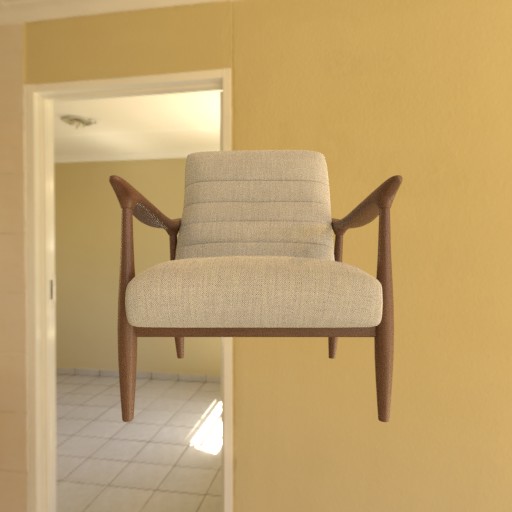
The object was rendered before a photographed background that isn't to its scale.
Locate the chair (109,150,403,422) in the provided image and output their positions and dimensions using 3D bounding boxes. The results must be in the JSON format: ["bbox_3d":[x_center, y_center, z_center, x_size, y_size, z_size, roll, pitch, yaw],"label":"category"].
[{"bbox_3d":[0.000,0.000,1.425,0.741,0.832,0.798,0,1,0],"label":"chair"}]
